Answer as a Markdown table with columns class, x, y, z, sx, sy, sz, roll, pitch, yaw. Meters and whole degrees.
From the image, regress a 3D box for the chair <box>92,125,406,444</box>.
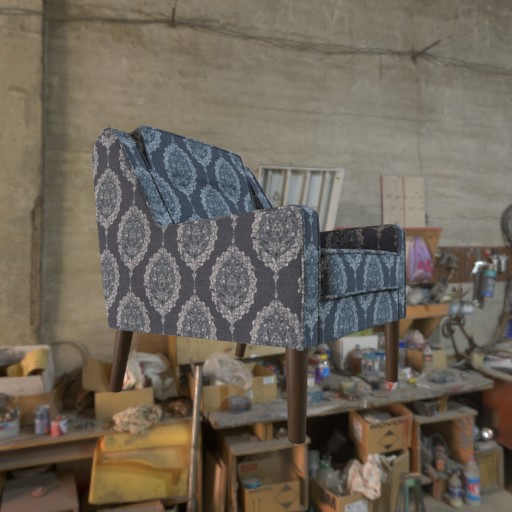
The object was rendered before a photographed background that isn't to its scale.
| class | x | y | z | sx | sy | sz | roll | pitch | yaw |
| --- | --- | --- | --- | --- | --- | --- | --- | --- | --- |
| chair | 0.000 | 0.000 | 1.344 | 0.743 | 0.792 | 0.663 | -1 | -1 | 36 |
